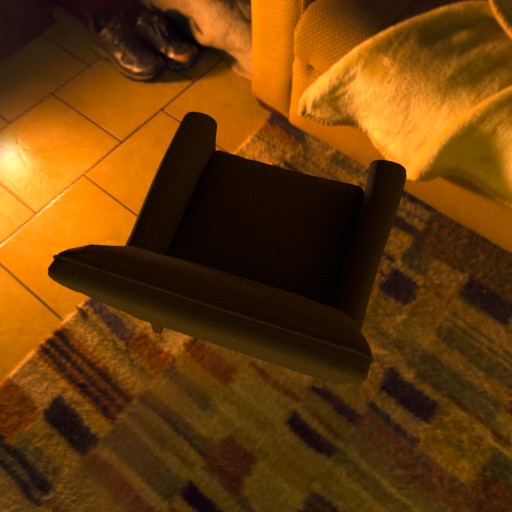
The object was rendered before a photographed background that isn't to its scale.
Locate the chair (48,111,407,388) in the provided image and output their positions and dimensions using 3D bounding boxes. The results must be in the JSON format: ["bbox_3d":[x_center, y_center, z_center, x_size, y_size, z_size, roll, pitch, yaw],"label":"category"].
[{"bbox_3d":[0.000,0.000,1.549,0.836,0.911,0.831,17,64,8],"label":"chair"}]
